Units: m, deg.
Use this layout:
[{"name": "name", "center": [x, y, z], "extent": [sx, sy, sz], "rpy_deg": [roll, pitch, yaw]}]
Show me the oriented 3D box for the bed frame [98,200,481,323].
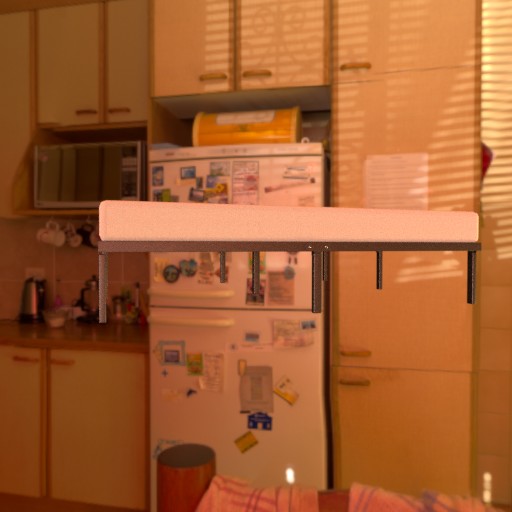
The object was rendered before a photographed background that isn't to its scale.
[{"name": "bed frame", "center": [0.000, 0.000, 4.004], "extent": [2.635, 0.680, 2.526], "rpy_deg": [0, 1, -18]}]
